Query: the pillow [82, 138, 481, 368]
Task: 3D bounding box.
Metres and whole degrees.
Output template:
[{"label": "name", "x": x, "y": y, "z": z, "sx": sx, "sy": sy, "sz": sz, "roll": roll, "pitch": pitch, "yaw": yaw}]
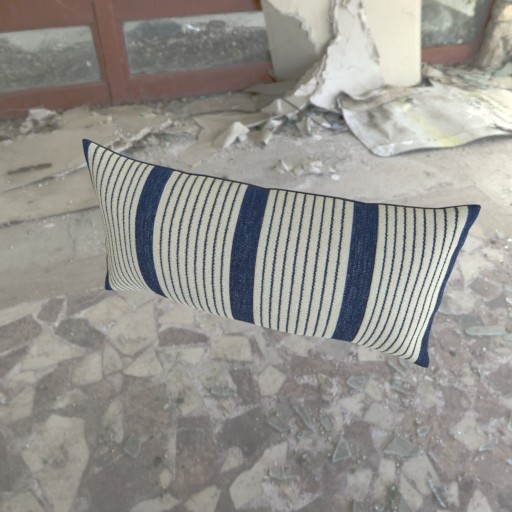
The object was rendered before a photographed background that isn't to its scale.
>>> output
[{"label": "pillow", "x": 0.000, "y": 0.000, "z": 0.721, "sx": 0.608, "sy": 0.292, "sz": 0.156, "roll": 12, "pitch": 42, "yaw": 13}]
